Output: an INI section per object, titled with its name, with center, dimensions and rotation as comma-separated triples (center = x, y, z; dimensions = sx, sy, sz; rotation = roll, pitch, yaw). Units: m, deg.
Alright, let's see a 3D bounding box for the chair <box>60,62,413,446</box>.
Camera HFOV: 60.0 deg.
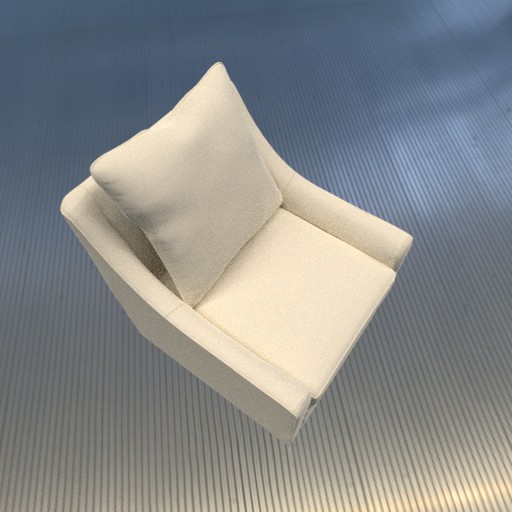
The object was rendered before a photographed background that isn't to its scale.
[chair]
center = 0.000, 0.000, 1.559
dimensions = 0.876, 0.965, 0.756
rotation = 32, 63, 18
